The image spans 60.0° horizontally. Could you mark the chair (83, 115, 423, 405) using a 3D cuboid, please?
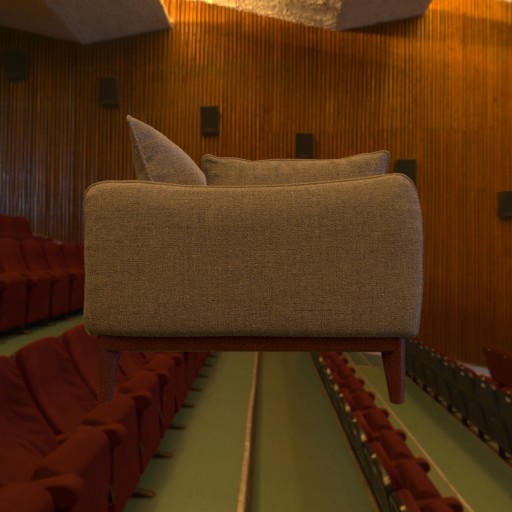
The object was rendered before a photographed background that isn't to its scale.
[{"bbox_3d":[0.000,0.000,1.692,0.976,0.839,0.993,0,0,1],"label":"chair"}]
